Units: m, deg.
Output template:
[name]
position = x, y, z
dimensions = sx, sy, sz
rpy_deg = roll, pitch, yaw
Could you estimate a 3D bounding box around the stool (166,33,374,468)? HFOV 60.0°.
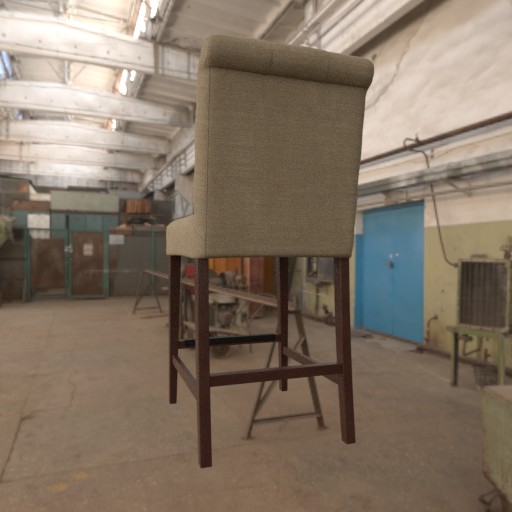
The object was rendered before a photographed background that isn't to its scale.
[stool]
position = 0.000, 0.000, 1.417
dimensions = 0.486, 1.084, 0.660
rpy_deg = 0, 1, -19
